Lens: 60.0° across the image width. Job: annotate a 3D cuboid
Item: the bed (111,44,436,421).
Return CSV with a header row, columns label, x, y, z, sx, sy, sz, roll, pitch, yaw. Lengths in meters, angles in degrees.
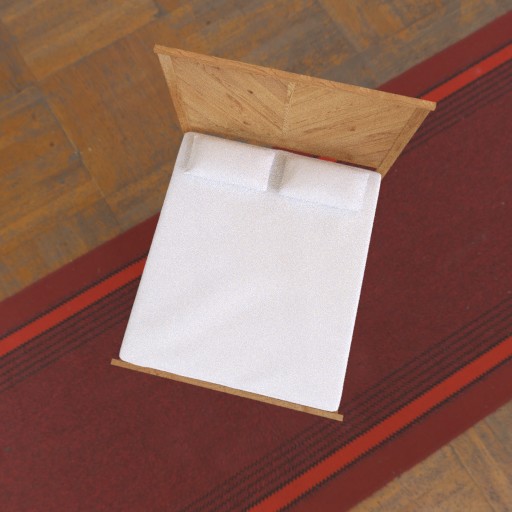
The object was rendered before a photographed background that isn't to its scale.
label,x,y,z,sx,sy,sz,roll,pitch,yaw
bed,0.000,0.000,4.101,2.225,1.938,2.530,13,77,3
